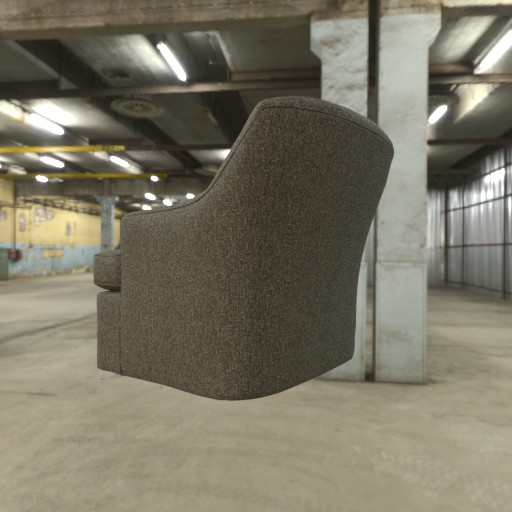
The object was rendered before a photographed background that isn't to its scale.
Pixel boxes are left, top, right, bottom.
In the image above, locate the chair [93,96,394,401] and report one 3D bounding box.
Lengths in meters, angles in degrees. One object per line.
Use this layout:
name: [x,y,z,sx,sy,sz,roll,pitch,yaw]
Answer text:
chair: [0.000,0.000,1.628,0.923,0.856,0.864,0,0,35]
